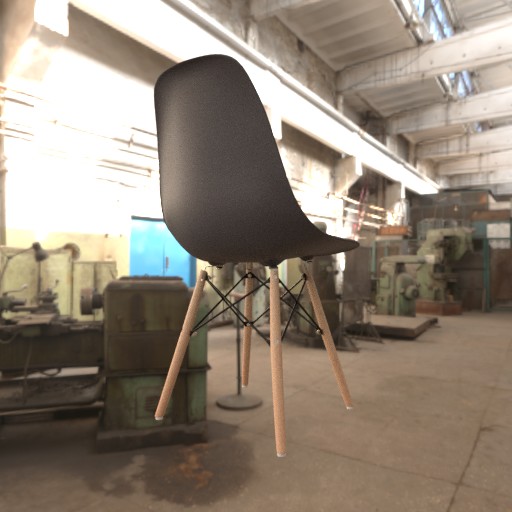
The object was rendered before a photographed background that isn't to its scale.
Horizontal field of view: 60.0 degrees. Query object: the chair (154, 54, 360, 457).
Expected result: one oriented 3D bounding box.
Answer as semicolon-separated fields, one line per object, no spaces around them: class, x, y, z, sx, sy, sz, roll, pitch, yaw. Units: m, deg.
chair;0.000;0.000;1.155;0.470;0.826;0.533;0;-1;35
